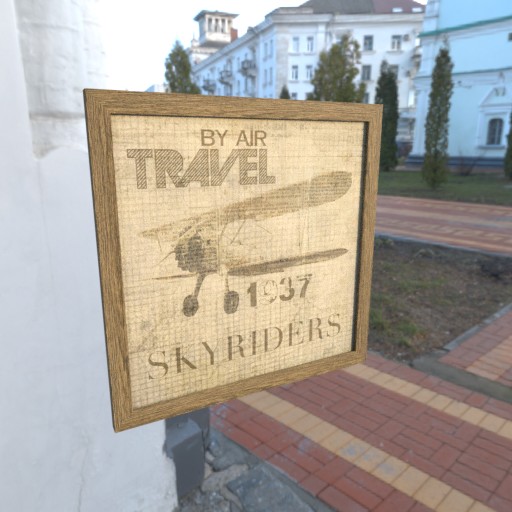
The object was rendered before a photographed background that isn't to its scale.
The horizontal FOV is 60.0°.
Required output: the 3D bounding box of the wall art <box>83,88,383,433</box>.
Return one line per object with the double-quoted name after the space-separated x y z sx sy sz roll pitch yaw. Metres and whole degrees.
0.000 0.000 0.754 0.508 0.508 0.019 -7 16 -27 "wall art"
